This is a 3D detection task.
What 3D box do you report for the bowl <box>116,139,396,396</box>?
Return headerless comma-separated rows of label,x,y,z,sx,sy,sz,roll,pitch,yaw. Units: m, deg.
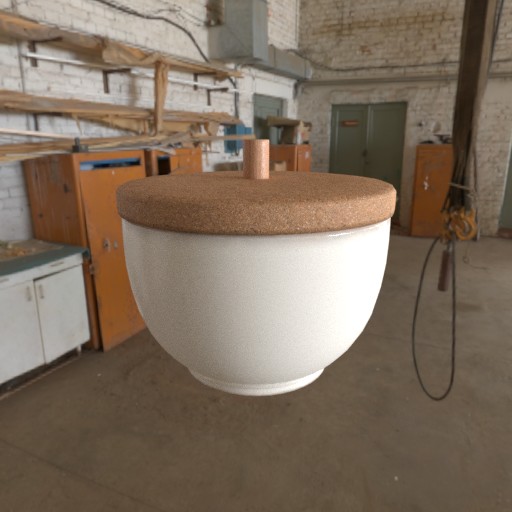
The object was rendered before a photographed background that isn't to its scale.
bowl,0.000,0.000,0.217,0.126,0.110,0.126,0,15,0
